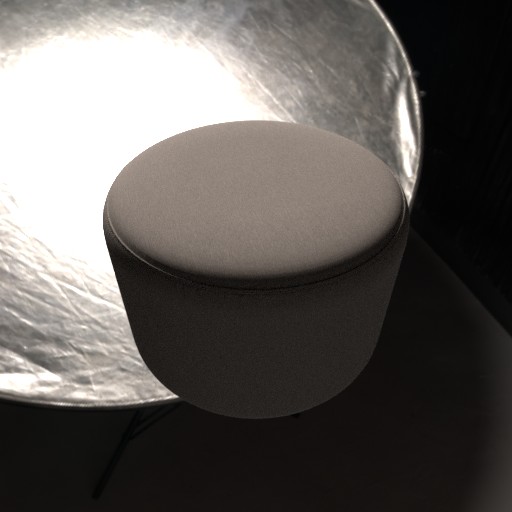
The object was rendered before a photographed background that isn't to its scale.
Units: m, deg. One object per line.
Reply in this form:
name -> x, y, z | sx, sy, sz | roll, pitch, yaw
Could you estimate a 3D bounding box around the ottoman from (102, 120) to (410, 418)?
ottoman -> 0.000, 0.000, 1.004 | 0.608, 0.433, 0.608 | 0, 42, 0
